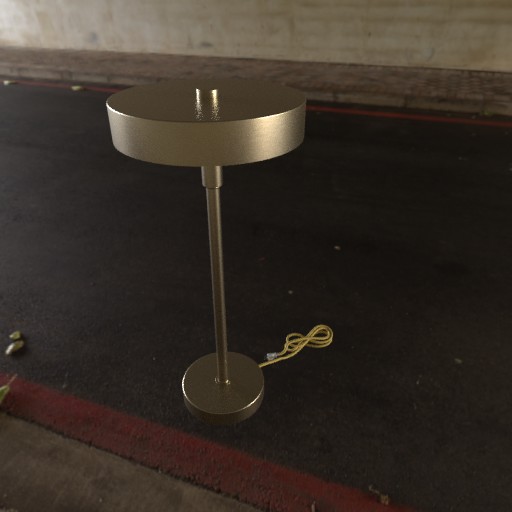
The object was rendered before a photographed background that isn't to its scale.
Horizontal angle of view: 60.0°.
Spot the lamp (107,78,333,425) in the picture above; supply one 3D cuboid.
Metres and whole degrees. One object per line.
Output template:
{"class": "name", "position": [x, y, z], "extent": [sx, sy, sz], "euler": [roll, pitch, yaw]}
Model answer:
{"class": "lamp", "position": [0.000, 0.000, 0.683], "extent": [0.369, 0.508, 0.229], "euler": [-22, 38, -31]}
